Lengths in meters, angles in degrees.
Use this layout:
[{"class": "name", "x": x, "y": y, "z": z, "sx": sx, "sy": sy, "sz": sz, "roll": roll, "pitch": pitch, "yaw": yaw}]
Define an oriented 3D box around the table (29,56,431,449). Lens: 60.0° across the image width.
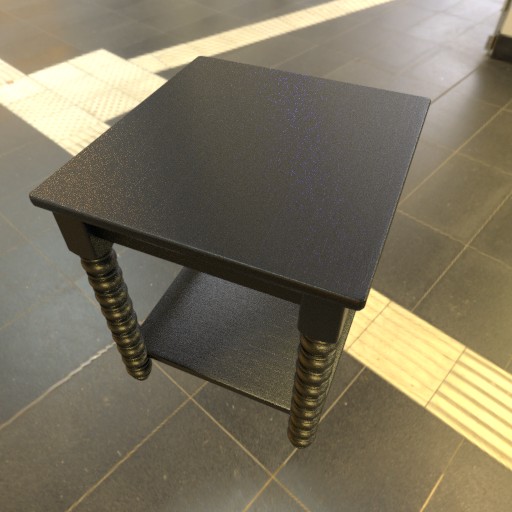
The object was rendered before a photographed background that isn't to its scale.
[{"class": "table", "x": 0.000, "y": 0.000, "z": 0.948, "sx": 0.500, "sy": 0.567, "sz": 0.533, "roll": 17, "pitch": 49, "yaw": 16}]
